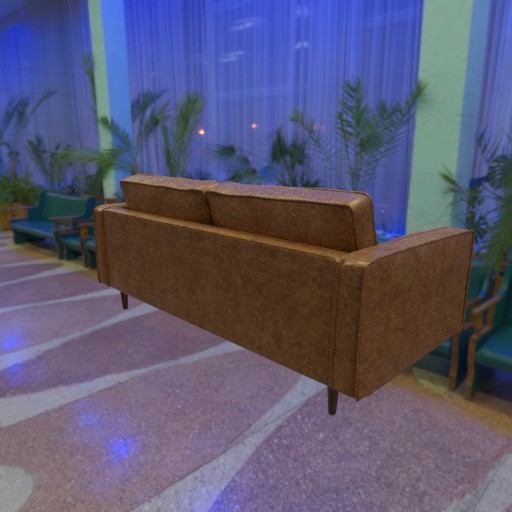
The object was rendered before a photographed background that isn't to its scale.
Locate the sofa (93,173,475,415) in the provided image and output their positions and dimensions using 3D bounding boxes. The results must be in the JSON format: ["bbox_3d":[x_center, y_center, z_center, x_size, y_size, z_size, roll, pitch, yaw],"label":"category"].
[{"bbox_3d":[0.000,0.000,2.372,0.924,0.825,1.920,-13,19,-43],"label":"sofa"}]
